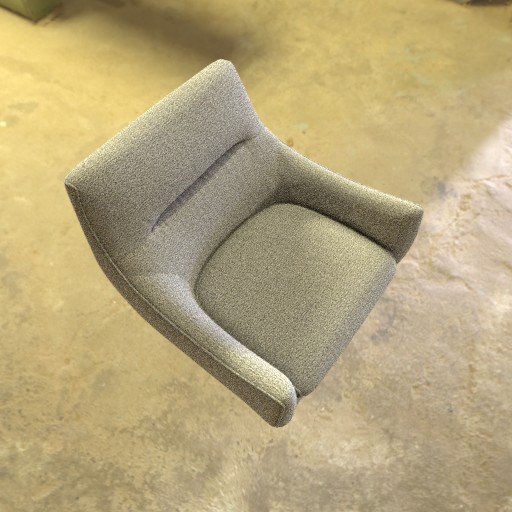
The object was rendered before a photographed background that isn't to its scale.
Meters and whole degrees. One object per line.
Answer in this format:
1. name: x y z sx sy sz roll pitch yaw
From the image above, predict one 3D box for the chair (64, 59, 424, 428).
1. chair: 0.000 0.000 1.442 0.787 0.838 0.762 33 64 19
